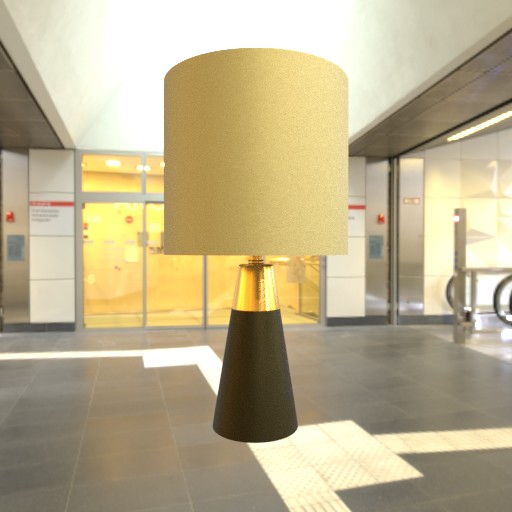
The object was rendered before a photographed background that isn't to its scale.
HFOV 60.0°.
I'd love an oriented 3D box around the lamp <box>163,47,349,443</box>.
[{"bbox_3d":[0.000,0.000,0.757,0.308,0.580,0.308,-1,1,-36],"label":"lamp"}]
